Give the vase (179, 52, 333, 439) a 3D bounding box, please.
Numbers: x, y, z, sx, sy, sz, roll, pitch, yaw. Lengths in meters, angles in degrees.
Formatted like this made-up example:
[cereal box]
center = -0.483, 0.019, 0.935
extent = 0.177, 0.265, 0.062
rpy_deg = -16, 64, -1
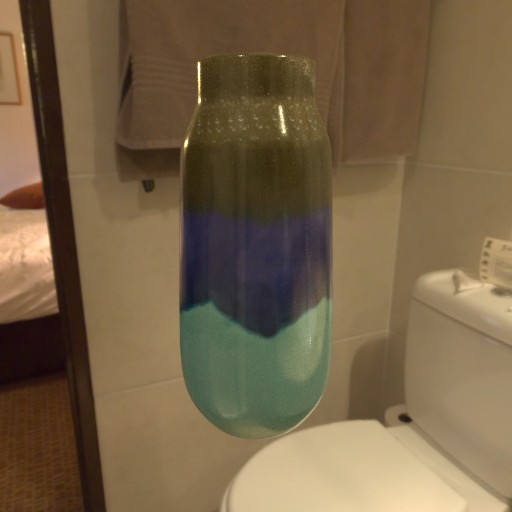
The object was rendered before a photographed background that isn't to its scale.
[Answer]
[vase]
center = 0.000, 0.000, 0.385
extent = 0.139, 0.313, 0.139
rpy_deg = 0, 16, 0
